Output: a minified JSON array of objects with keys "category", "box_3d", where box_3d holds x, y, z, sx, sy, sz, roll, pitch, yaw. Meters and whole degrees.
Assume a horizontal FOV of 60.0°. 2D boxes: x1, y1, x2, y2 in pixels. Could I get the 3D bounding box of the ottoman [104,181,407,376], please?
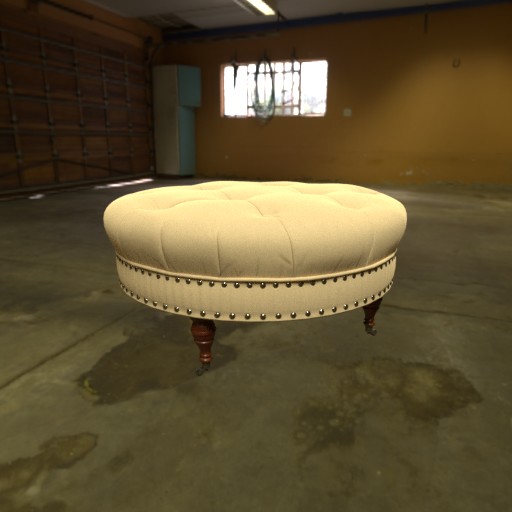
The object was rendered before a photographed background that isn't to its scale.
[{"category":"ottoman","box_3d":[0.000,0.000,1.417,0.901,0.439,0.901,0,15,0]}]
